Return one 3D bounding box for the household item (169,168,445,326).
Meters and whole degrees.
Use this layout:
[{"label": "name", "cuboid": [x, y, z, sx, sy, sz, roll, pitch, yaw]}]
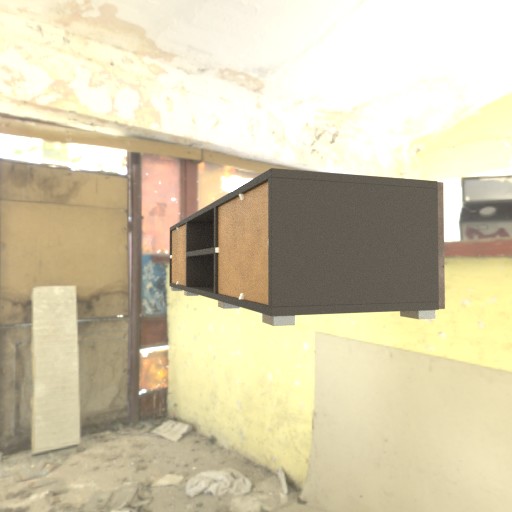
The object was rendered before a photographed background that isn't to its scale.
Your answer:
[{"label": "household item", "cuboid": [0.000, 0.000, 1.594, 0.420, 0.310, 1.400, 0, -1, -19]}]
